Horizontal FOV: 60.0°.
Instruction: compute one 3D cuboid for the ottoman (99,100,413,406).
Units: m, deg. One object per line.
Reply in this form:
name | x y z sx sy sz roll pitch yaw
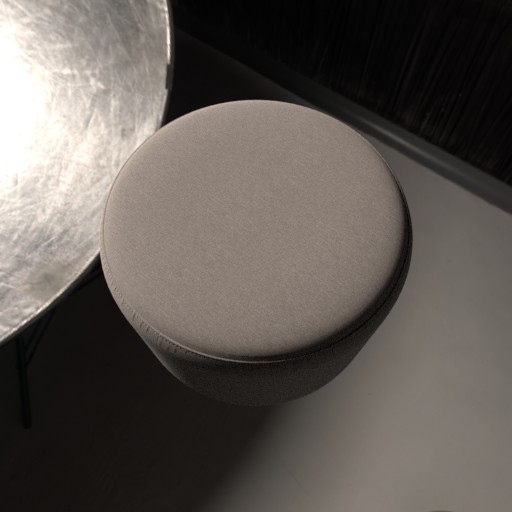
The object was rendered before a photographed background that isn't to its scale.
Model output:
ottoman | 0.000 0.000 1.006 0.608 0.433 0.608 0 63 0
